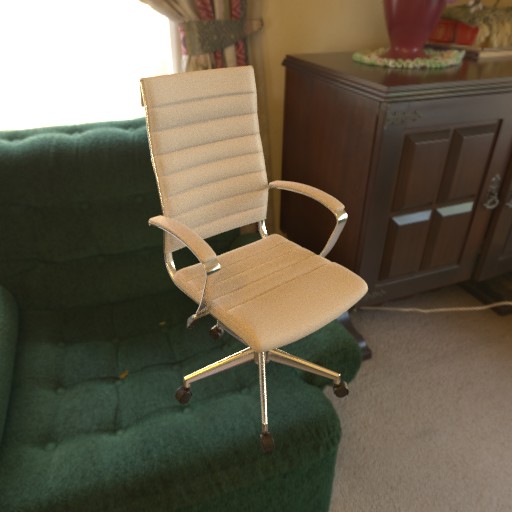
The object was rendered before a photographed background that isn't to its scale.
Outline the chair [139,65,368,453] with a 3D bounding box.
[{"bbox_3d":[0.000,0.000,1.567,0.679,1.149,0.667,-22,37,-32],"label":"chair"}]
